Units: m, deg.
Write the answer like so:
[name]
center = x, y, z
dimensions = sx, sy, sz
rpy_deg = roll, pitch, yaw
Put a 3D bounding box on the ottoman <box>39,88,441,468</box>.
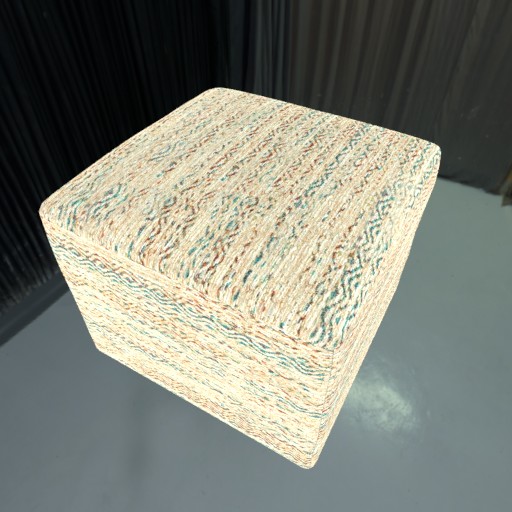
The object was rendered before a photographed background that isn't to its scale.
[ottoman]
center = 0.000, 0.000, 0.882
dimensions = 0.521, 0.453, 0.512
rpy_deg = 22, 49, 21
